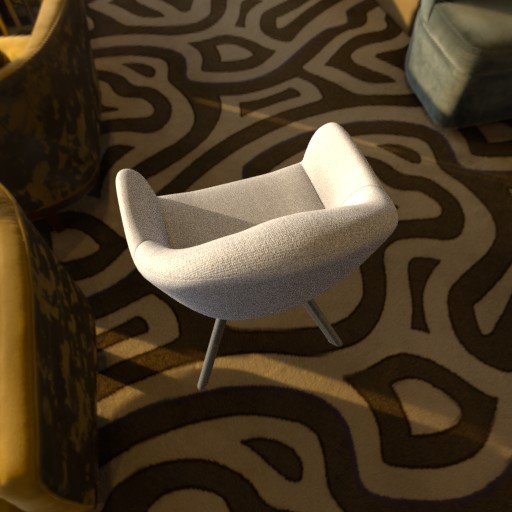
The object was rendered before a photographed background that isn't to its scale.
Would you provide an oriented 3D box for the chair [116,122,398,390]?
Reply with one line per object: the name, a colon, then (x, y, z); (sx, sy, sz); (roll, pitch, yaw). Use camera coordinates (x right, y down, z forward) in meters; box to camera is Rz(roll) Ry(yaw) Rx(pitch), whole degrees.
chair: (0.000, 0.000, 1.183); (0.590, 0.795, 0.550); (-15, 59, -9)
